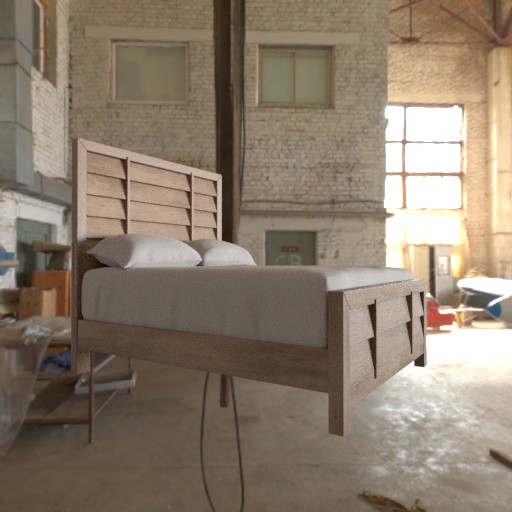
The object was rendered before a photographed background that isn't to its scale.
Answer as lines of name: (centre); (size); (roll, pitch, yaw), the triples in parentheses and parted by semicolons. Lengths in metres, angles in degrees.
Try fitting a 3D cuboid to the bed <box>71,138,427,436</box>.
bed: (0.000, 0.000, 3.200); (2.017, 1.631, 1.615); (0, -1, 33)
